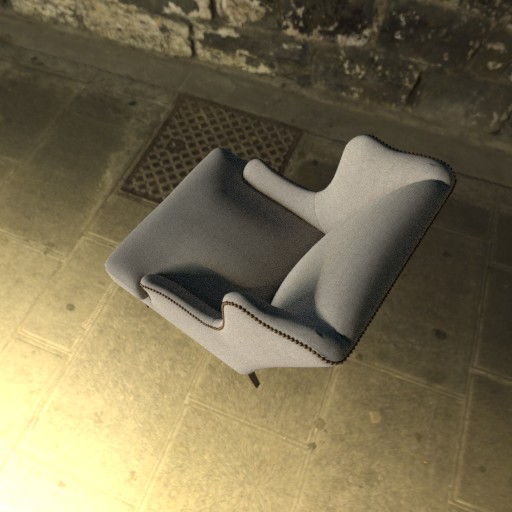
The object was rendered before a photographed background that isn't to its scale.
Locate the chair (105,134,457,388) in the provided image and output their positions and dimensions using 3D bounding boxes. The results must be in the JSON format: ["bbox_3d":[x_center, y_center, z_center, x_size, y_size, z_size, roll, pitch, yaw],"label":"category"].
[{"bbox_3d":[0.000,0.000,1.663,0.940,1.029,0.737,32,67,16],"label":"chair"}]
